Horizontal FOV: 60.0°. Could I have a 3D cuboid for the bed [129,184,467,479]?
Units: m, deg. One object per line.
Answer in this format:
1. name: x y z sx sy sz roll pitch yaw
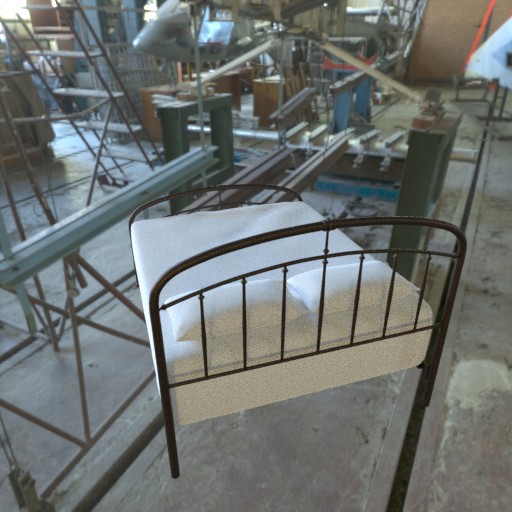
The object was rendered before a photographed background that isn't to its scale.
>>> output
1. bed: 0.000 0.000 3.253 1.711 1.425 2.180 -9 29 -16
